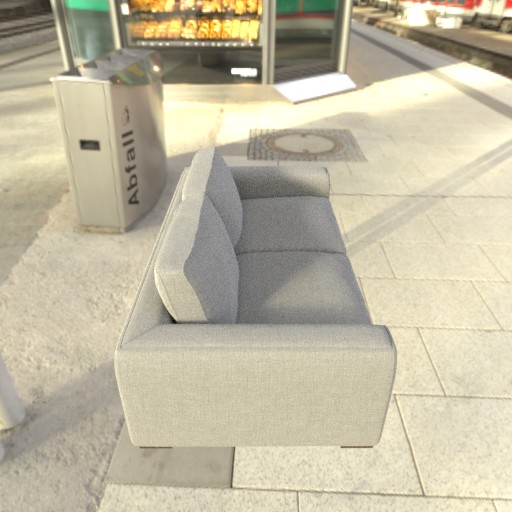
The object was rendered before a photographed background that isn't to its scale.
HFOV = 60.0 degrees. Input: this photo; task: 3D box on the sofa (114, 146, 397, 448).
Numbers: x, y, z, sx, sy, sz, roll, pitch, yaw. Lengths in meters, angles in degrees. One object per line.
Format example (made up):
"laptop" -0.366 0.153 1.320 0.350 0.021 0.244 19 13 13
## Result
"sofa" 0.000 0.000 2.470 1.069 0.800 1.920 0 32 0
